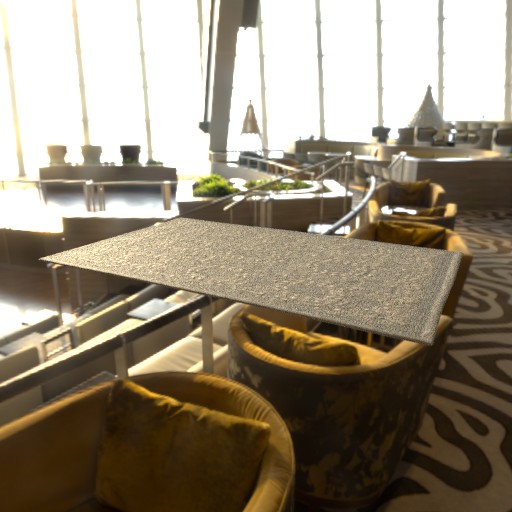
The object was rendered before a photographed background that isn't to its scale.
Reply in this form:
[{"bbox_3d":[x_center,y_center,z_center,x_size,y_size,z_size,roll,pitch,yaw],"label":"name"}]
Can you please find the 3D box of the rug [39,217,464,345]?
[{"bbox_3d":[0.000,0.000,3.046,2.498,0.022,1.535,9,19,27],"label":"rug"}]
